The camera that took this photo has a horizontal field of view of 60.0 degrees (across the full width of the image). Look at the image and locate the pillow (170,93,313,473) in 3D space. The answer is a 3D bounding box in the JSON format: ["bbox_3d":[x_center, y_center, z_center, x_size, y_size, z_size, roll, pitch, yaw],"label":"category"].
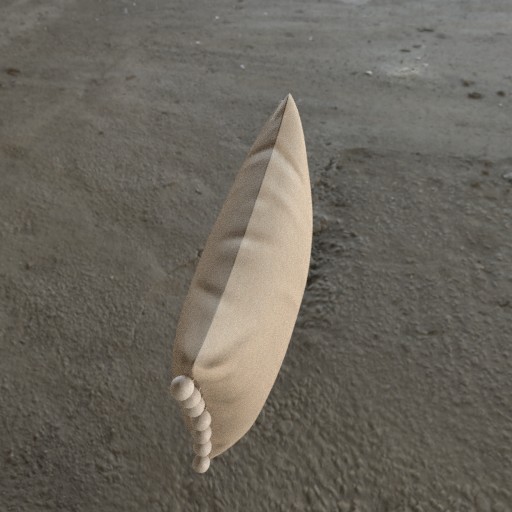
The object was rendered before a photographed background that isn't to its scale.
[{"bbox_3d":[0.000,0.000,0.838,0.201,0.322,0.709,10,48,9],"label":"pillow"}]
